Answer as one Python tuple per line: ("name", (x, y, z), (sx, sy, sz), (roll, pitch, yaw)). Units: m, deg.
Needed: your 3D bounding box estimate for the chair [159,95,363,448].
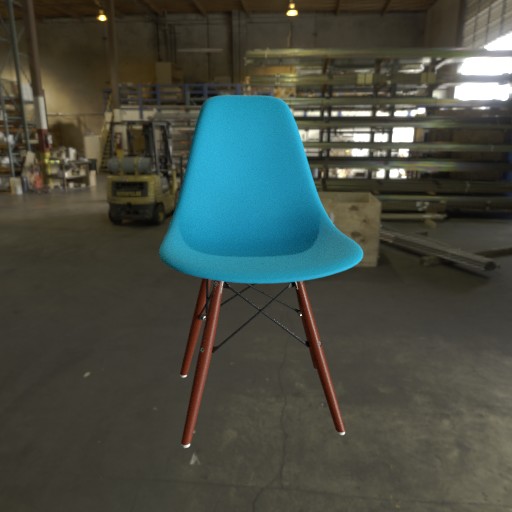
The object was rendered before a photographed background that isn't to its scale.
("chair", (0.000, 0.000, 1.137), (0.470, 0.826, 0.533), (-2, 15, -7))
